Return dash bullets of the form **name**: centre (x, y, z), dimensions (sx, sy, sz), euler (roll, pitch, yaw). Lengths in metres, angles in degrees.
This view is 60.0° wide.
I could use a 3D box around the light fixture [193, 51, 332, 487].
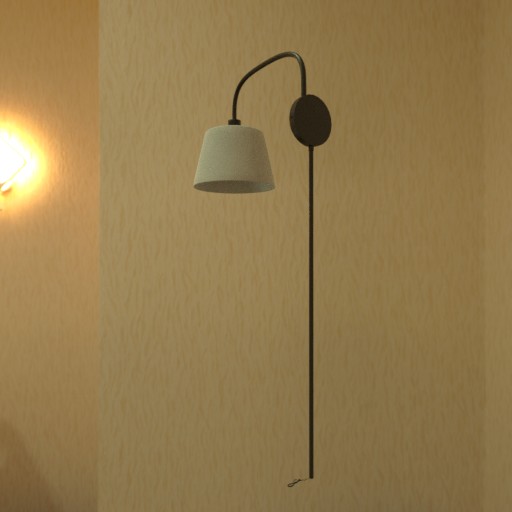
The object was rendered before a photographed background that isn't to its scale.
- **light fixture**: centre (0.000, 0.000, 0.467), dimensions (0.092, 0.399, 0.176), euler (0, 0, -36)
